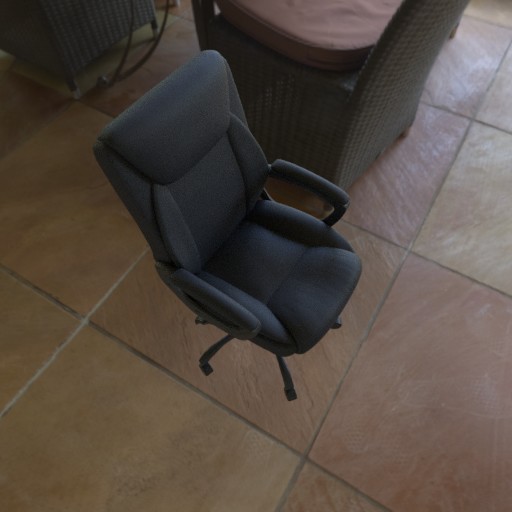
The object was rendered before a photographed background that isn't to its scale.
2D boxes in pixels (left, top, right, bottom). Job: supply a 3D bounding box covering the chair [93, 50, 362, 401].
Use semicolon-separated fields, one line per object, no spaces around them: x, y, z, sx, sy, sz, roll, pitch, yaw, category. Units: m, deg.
0.000;0.000;1.458;0.655;1.072;0.615;30;62;18;chair
